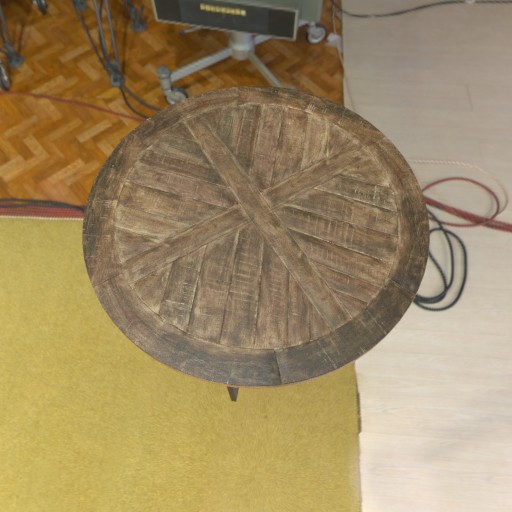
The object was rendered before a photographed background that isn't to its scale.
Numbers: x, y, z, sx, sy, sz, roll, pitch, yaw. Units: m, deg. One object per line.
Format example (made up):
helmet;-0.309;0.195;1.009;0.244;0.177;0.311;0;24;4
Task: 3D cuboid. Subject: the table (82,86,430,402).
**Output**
table;0.000;0.000;1.974;1.264;0.762;1.264;0;64;0
